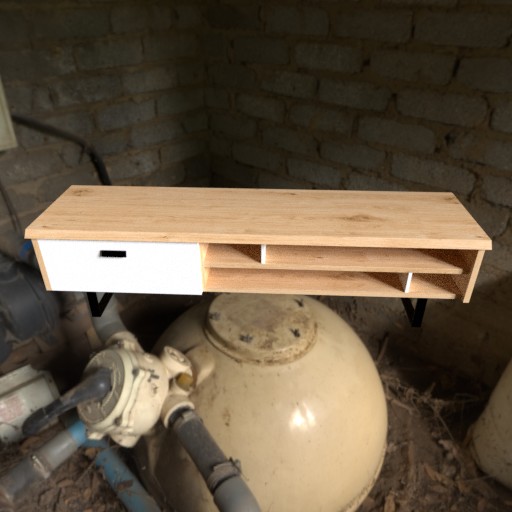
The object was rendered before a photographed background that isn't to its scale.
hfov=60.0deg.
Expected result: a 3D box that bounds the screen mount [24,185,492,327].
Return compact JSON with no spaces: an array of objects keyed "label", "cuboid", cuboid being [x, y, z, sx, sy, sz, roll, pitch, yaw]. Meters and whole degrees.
[{"label":"screen mount","cuboid":[0.000,0.000,1.899,1.700,0.430,0.450,1,31,2]}]
